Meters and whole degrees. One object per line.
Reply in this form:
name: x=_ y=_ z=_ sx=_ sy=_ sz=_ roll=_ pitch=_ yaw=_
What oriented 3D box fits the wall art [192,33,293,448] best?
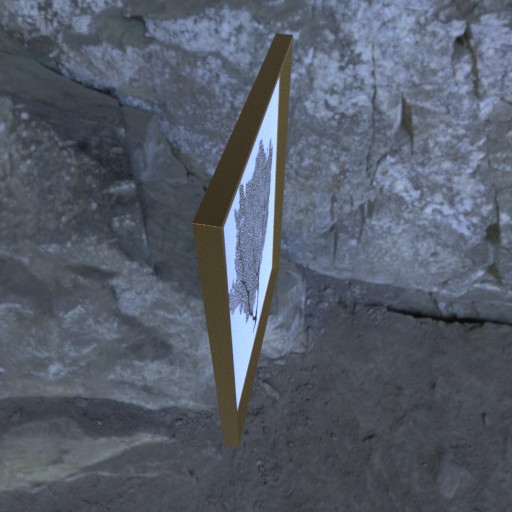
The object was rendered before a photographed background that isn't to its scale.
wall art: x=0.000 y=0.000 z=1.032 sx=0.038 sy=0.762 sz=0.610 roll=9 pitch=48 yaw=8
